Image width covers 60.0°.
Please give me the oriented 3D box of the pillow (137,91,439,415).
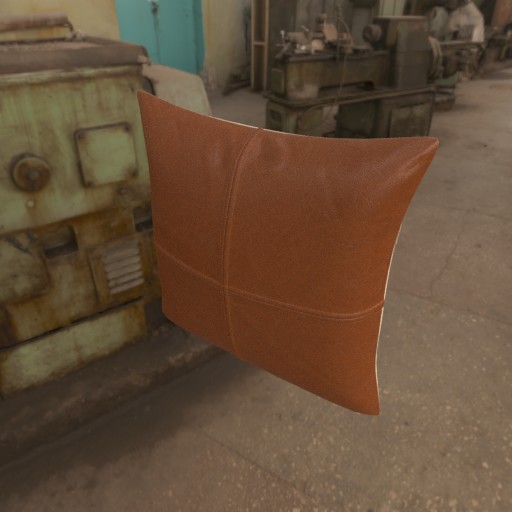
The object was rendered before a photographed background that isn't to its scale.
[{"bbox_3d":[0.000,0.000,0.746,0.501,0.477,0.192,19,36,29],"label":"pillow"}]
